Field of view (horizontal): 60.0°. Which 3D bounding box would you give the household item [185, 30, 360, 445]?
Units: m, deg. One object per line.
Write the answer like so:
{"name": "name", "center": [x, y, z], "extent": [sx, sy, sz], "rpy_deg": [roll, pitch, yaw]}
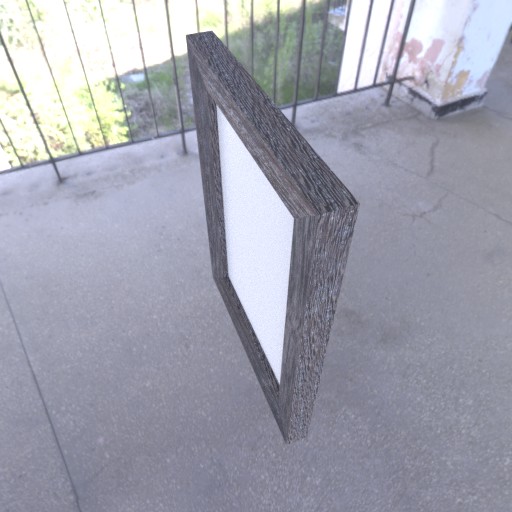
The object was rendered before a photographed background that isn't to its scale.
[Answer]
{"name": "household item", "center": [0.000, 0.000, 0.276], "extent": [0.020, 0.210, 0.160], "rpy_deg": [-17, 50, -15]}
